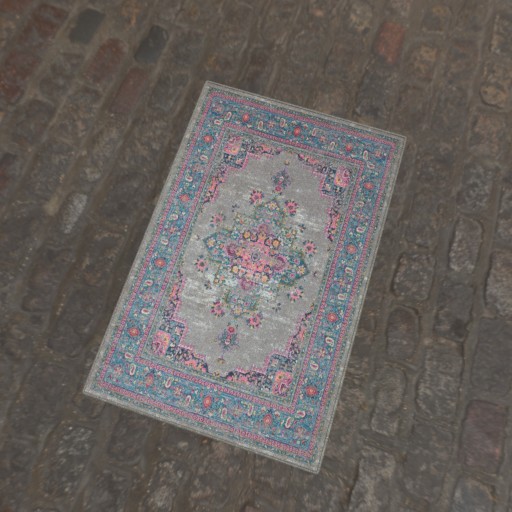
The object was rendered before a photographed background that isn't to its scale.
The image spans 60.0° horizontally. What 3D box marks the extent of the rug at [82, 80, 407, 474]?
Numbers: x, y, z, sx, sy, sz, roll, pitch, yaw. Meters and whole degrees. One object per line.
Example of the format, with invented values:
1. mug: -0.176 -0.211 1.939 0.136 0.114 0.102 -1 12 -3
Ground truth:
1. rug: 0.000 0.000 2.216 1.144 0.014 1.748 17 77 4
